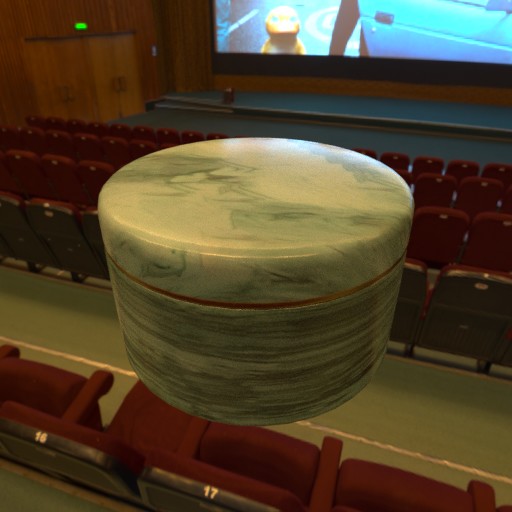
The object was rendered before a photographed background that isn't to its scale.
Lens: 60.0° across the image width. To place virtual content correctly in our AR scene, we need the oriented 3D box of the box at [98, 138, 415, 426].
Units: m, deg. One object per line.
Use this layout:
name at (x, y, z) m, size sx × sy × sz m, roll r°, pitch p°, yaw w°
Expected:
box at (0.000, 0.000, 0.161) m, size 0.101 × 0.063 × 0.101 m, roll 0°, pitch 31°, yaw 0°
